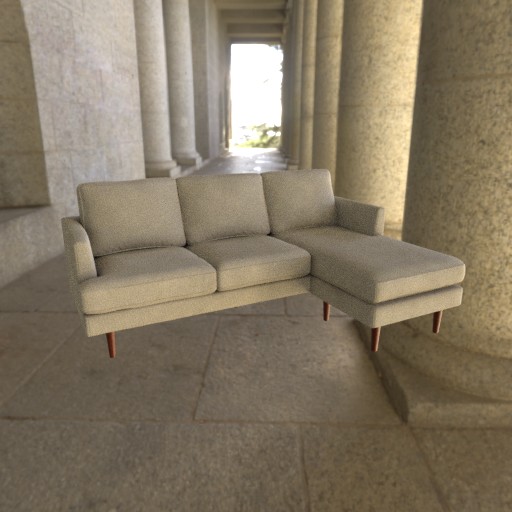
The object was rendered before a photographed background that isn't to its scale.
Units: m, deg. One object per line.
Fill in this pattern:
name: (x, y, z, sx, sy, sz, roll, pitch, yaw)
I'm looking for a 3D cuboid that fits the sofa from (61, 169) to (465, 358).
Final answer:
sofa: (0.000, 0.000, 2.919, 2.233, 0.956, 1.504, -9, 19, -26)
